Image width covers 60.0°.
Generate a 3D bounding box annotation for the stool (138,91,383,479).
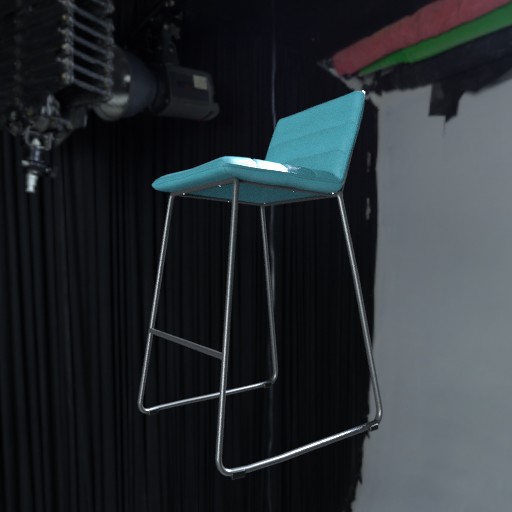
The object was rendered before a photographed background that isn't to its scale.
[{"bbox_3d":[0.000,0.000,1.253,0.524,0.936,0.489,0,1,-36],"label":"stool"}]
